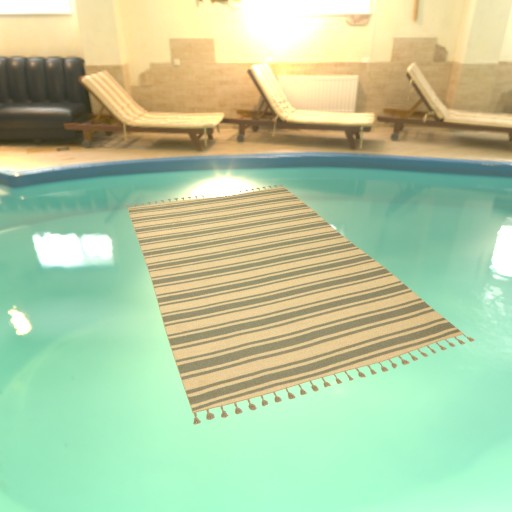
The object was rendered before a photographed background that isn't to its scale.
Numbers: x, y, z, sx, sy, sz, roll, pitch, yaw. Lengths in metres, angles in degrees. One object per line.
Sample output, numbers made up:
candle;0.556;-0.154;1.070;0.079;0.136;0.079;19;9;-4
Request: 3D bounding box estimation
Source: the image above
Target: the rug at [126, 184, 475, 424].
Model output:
rug;0.000;0.000;2.527;1.222;0.009;2.084;-10;31;-18
